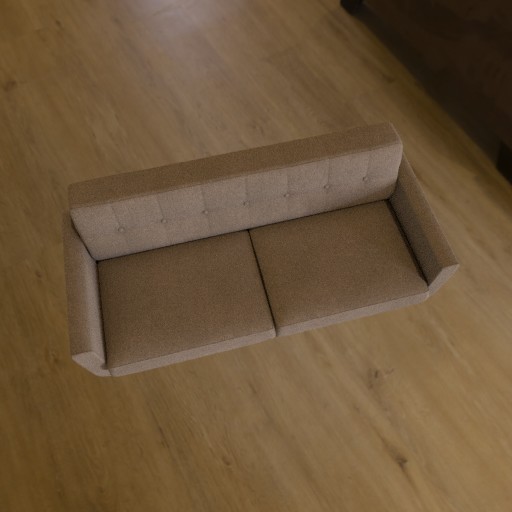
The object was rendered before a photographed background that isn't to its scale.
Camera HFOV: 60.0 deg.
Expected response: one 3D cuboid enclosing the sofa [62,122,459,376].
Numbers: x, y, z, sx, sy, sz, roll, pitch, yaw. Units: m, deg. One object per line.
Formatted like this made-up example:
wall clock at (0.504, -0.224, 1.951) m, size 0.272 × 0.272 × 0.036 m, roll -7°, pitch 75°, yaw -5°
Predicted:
sofa at (0.000, 0.000, 2.532) m, size 2.029 × 0.841 × 0.909 m, roll -13°, pitch 64°, yaw -6°
